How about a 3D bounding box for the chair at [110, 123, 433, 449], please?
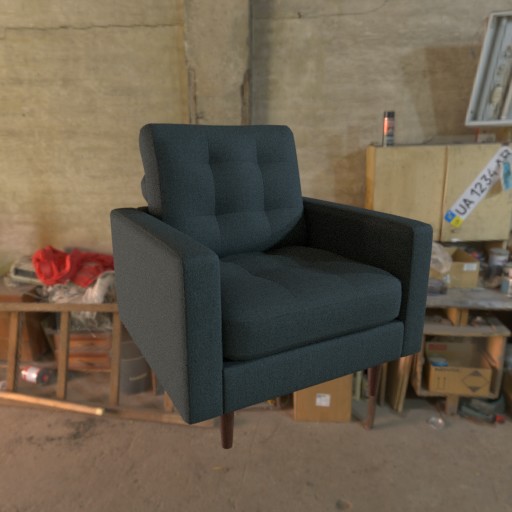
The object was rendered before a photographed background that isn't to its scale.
[{"bbox_3d":[0.000,0.000,1.524,0.821,0.880,0.843,-8,17,-28],"label":"chair"}]
